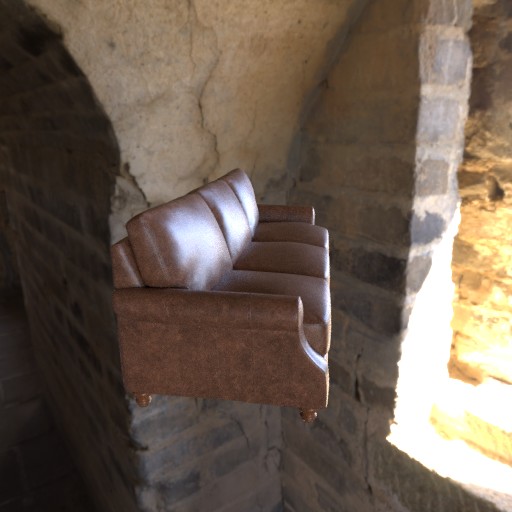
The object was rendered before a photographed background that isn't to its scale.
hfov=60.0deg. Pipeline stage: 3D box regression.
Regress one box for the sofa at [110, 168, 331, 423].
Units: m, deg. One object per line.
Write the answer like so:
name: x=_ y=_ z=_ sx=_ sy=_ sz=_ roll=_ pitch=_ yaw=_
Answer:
sofa: x=0.000 y=0.000 z=2.938 sx=0.973 sy=0.977 sz=2.351 roll=2 pitch=16 yaw=8
